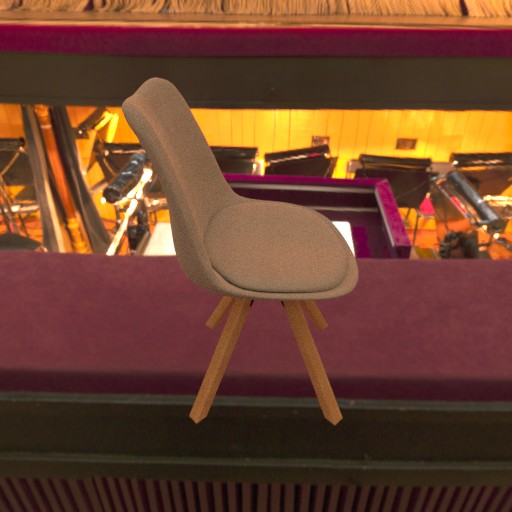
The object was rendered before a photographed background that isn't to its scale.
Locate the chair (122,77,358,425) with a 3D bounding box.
[{"bbox_3d":[0.000,0.000,1.200,0.549,0.863,0.474,1,33,2],"label":"chair"}]
